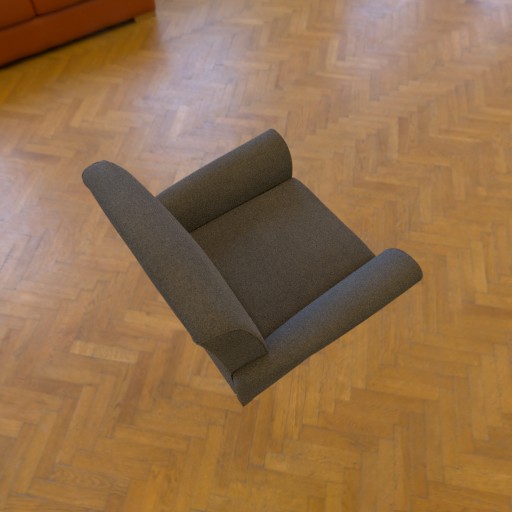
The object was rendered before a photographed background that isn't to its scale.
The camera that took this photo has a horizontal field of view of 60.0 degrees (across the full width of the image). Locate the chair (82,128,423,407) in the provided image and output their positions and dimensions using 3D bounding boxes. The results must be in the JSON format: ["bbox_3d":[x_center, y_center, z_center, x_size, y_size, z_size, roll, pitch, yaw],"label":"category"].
[{"bbox_3d":[0.000,0.000,1.822,0.905,1.061,0.978,-32,64,-18],"label":"chair"}]
